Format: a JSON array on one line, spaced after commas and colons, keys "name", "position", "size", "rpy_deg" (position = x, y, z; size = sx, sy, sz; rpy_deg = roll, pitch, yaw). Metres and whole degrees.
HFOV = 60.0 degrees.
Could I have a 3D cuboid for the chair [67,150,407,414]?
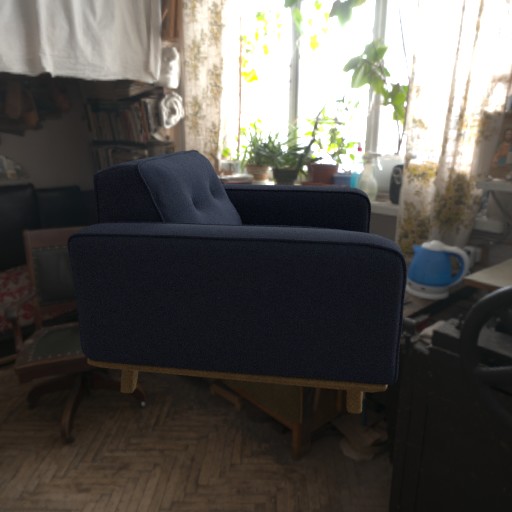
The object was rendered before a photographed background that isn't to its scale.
[{"name": "chair", "position": [0.000, 0.000, 1.748], "size": [0.953, 0.783, 1.118], "rpy_deg": [2, 17, 8]}]
